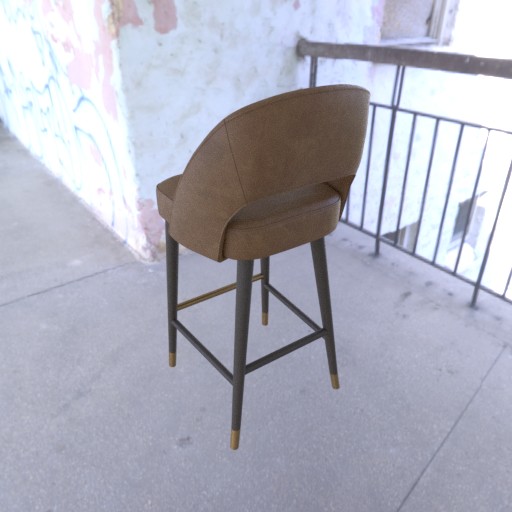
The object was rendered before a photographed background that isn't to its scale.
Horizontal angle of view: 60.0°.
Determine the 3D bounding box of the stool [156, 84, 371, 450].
[{"bbox_3d":[0.000,0.000,1.343,0.494,1.037,0.509,-19,35,-30],"label":"stool"}]
